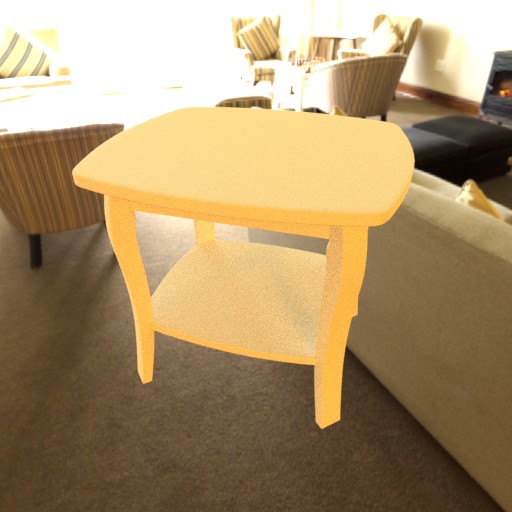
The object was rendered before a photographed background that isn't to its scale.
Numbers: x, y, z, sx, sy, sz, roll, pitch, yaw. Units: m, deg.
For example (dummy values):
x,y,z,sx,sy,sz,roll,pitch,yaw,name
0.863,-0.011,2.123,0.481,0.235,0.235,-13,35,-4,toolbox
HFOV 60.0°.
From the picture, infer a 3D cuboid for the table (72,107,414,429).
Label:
x,y,z,sx,sy,sz,roll,pitch,yaw,name
0.000,0.000,0.850,0.502,0.438,0.451,9,34,14,table
